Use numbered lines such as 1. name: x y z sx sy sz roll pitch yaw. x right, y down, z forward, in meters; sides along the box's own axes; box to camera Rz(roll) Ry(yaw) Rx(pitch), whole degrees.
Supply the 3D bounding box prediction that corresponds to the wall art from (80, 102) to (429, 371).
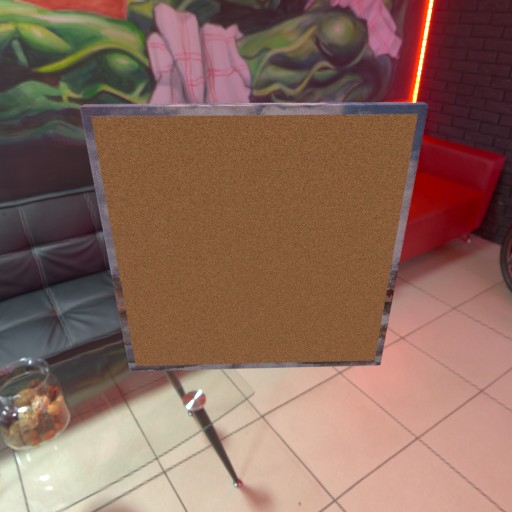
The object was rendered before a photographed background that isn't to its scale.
1. wall art: 0.000 0.000 1.547 1.010 1.020 0.040 -1 30 -2
